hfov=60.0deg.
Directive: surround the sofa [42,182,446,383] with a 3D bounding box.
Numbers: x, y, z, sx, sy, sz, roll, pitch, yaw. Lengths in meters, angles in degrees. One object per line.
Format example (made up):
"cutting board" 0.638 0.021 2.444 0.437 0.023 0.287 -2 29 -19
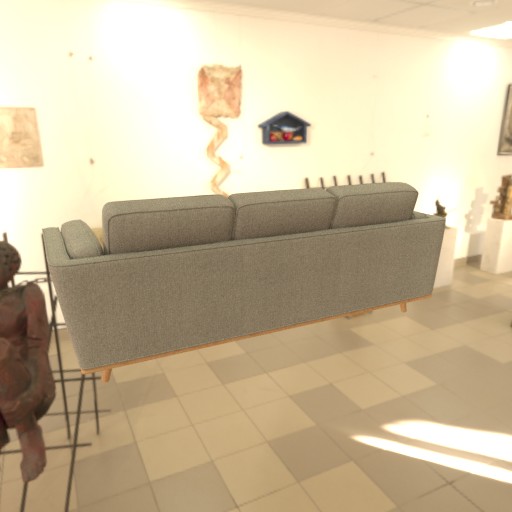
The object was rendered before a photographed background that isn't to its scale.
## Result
"sofa" 0.000 0.000 2.779 2.362 0.899 0.903 -8 18 -26
